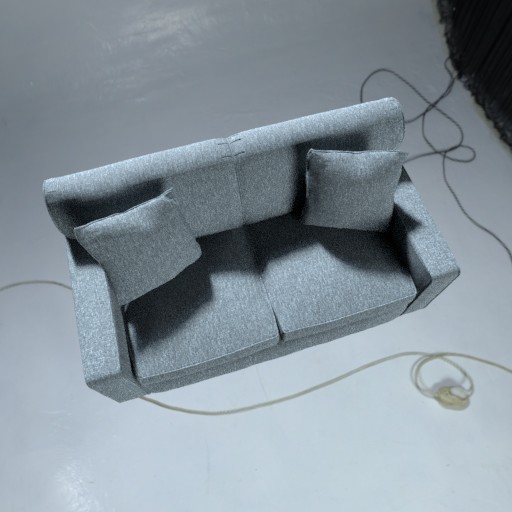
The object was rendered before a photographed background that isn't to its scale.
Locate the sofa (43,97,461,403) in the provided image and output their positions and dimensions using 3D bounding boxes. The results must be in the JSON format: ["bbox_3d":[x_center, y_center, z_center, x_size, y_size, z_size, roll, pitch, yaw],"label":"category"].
[{"bbox_3d":[0.000,0.000,2.381,1.846,0.958,0.998,-16,65,-7],"label":"sofa"}]
